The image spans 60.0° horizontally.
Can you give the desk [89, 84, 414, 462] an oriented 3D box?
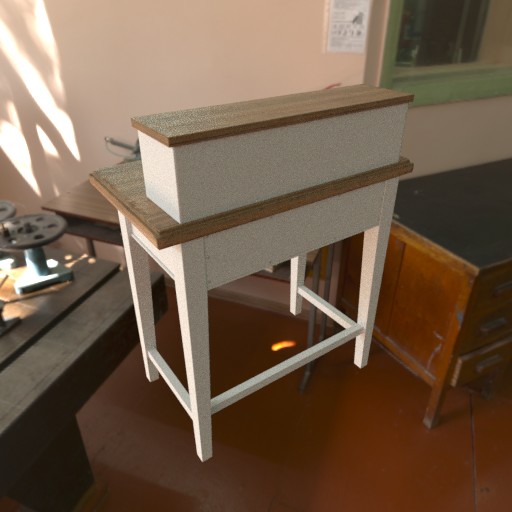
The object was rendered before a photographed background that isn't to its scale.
[{"bbox_3d":[0.000,0.000,1.417,0.814,0.981,0.462,-20,36,-29],"label":"desk"}]
